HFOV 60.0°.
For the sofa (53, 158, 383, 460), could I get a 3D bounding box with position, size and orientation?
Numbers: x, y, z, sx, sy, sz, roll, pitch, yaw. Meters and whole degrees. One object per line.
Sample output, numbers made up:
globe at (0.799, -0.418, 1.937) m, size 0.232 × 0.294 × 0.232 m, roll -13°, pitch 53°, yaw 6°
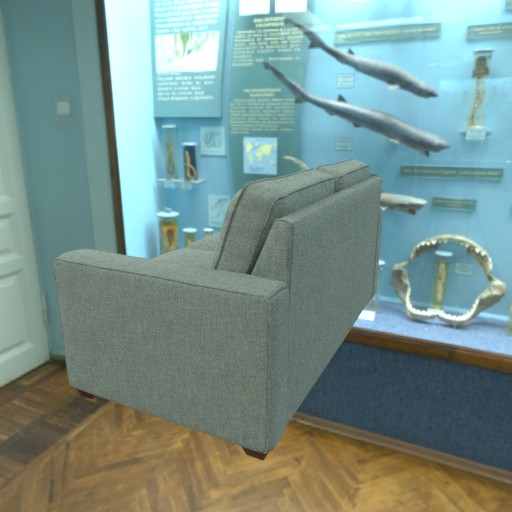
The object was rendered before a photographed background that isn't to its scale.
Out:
sofa at (0.000, 0.000, 2.249) m, size 0.945 × 0.915 × 1.706 m, roll 8°, pitch 18°, yaw 25°
